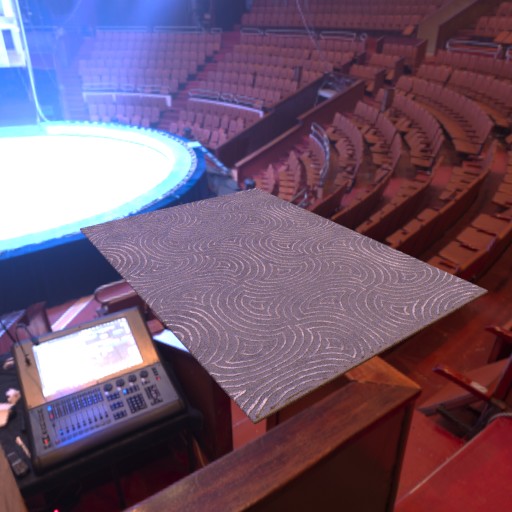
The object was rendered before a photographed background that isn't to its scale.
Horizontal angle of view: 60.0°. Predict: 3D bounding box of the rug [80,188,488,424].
[{"bbox_3d":[0.000,0.000,2.761,1.543,0.015,2.144,-18,32,-31],"label":"rug"}]
